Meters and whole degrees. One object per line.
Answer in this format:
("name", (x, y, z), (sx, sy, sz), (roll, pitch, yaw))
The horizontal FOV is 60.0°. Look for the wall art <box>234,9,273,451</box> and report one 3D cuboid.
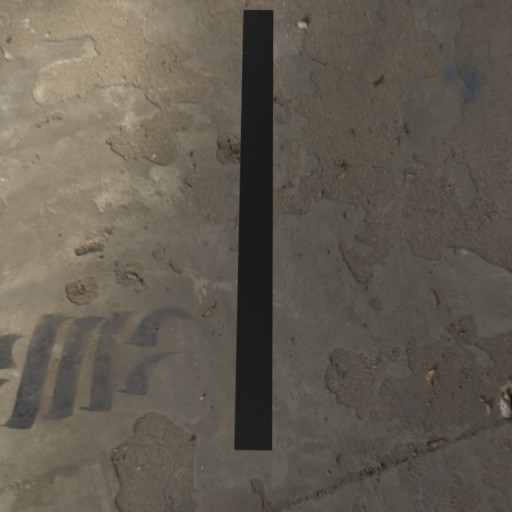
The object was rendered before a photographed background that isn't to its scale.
("wall art", (0.000, 0.000, 0.735), (0.037, 0.506, 0.506), (1, 77, 0))
